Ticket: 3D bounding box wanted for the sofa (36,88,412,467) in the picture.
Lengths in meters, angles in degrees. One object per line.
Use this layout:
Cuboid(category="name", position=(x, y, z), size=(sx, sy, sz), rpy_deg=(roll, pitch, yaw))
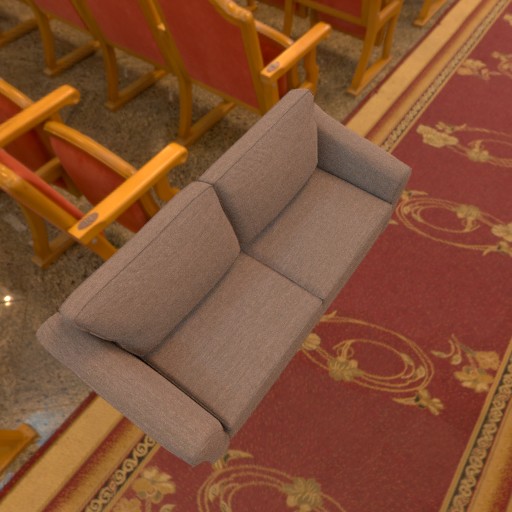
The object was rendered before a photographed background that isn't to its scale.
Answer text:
Cuboid(category="sofa", position=(0.000, 0.000, 2.659), size=(0.980, 0.965, 2.270), rpy_deg=(32, 63, 18))
